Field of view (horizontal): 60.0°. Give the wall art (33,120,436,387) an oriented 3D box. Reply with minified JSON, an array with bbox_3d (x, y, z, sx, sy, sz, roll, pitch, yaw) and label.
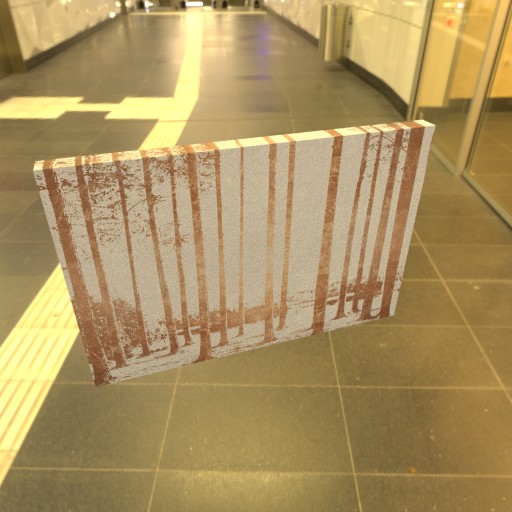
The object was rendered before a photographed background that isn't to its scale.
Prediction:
[{"bbox_3d":[0.000,0.000,0.768,0.609,0.405,0.035,-10,34,-15],"label":"wall art"}]
